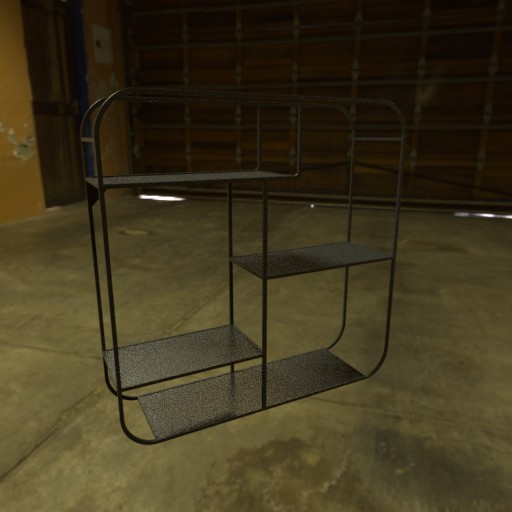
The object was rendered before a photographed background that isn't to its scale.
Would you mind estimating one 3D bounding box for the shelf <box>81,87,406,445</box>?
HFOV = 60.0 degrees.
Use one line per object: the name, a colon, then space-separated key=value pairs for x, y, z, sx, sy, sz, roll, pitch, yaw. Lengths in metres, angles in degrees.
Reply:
shelf: x=0.000 y=0.000 z=0.891 sx=0.600 sy=0.600 sz=0.160 roll=-8 pitch=17 yaw=-26
